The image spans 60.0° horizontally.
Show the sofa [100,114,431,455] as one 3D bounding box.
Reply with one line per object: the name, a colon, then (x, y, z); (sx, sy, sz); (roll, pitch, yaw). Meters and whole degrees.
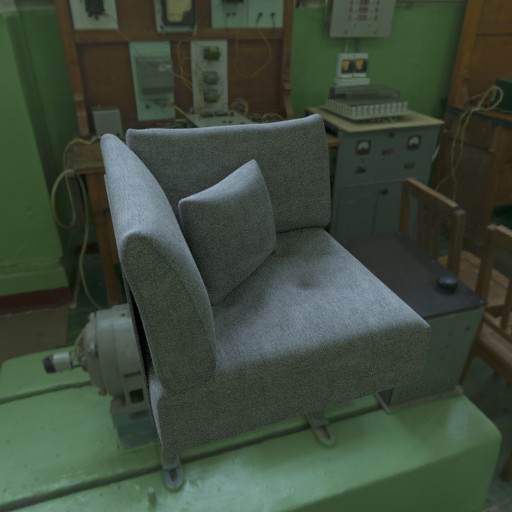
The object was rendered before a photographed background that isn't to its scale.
sofa: (0.000, 0.000, 1.713); (1.000, 0.820, 1.000); (-10, 31, -17)
